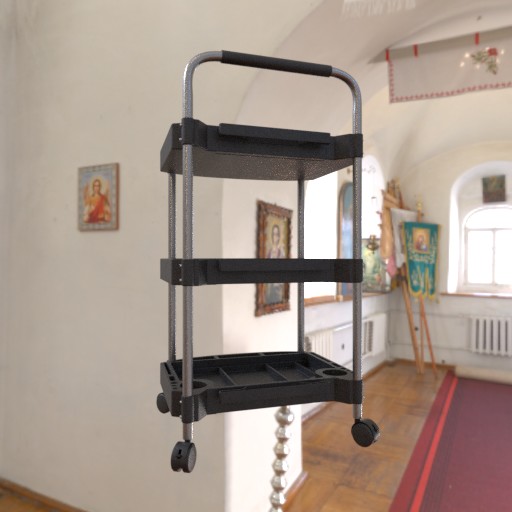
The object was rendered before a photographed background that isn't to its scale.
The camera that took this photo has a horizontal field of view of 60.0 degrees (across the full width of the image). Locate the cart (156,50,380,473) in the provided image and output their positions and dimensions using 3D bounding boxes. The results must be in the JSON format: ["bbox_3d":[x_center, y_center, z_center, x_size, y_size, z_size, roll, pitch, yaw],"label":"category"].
[{"bbox_3d":[0.000,0.000,1.395,0.584,1.075,0.518,0,0,-17],"label":"cart"}]
